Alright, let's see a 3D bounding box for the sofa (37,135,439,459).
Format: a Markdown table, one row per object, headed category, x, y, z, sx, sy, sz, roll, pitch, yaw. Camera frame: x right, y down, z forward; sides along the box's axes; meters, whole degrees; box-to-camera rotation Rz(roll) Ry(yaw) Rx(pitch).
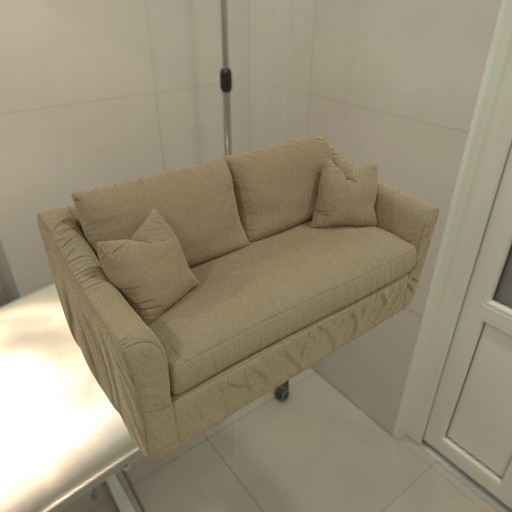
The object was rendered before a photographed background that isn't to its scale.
| category | x | y | z | sx | sy | sz | roll | pitch | yaw |
| --- | --- | --- | --- | --- | --- | --- | --- | --- | --- |
| sofa | 0.000 | 0.000 | 2.562 | 2.010 | 1.018 | 1.072 | -22 | 38 | -31 |
